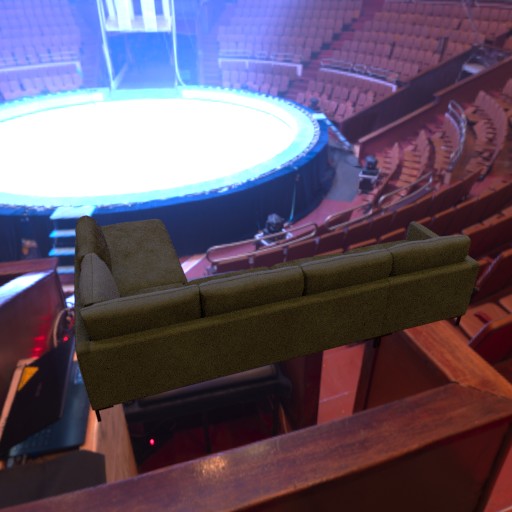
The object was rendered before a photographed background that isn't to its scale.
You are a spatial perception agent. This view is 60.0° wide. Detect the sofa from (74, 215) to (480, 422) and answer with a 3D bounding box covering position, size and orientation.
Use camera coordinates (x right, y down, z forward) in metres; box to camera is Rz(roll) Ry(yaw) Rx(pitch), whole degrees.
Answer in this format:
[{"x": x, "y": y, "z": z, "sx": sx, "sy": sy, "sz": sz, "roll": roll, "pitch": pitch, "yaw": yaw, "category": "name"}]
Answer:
[{"x": 0.000, "y": 0.000, "z": 3.236, "sx": 2.486, "sy": 0.687, "sz": 1.707, "roll": -10, "pitch": 32, "yaw": -17, "category": "sofa"}]
